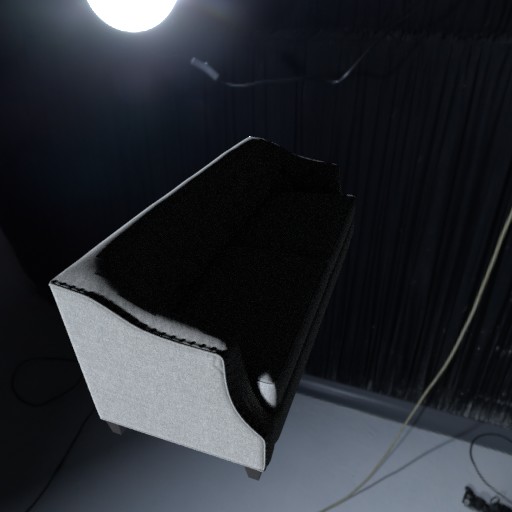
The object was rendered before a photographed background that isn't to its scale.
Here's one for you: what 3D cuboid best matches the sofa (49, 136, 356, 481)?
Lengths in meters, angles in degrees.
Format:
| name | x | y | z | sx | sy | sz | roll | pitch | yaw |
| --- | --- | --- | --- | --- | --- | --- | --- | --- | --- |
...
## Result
| name | x | y | z | sx | sy | sz | roll | pitch | yaw |
| --- | --- | --- | --- | --- | --- | --- | --- | --- | --- |
| sofa | 0.000 | 0.000 | 2.677 | 0.914 | 0.901 | 2.235 | 10 | 32 | 17 |
